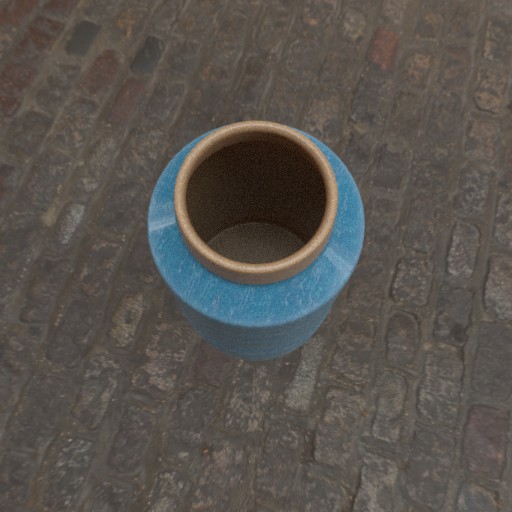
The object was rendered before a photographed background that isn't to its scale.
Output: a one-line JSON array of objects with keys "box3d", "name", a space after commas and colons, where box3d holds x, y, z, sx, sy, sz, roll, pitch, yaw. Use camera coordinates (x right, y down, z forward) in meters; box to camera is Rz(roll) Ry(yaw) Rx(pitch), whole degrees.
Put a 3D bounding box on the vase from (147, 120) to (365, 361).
[{"box3d": [0.000, 0.000, 0.370, 0.163, 0.267, 0.163, 0, 75, 0], "name": "vase"}]
